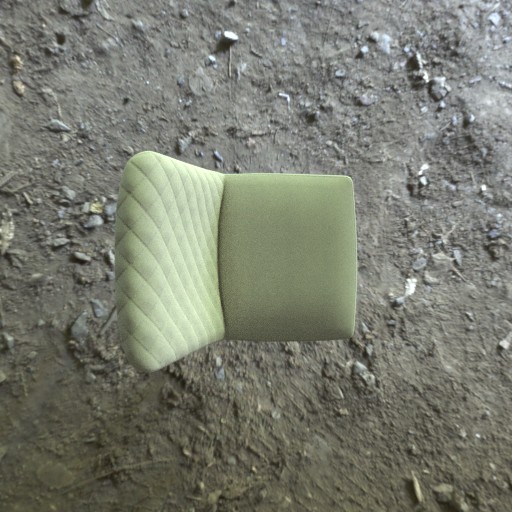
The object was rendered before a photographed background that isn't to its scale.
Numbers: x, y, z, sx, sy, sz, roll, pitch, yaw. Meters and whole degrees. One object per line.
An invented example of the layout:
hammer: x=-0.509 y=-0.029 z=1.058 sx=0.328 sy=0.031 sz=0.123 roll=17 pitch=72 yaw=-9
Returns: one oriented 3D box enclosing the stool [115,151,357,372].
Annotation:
stool: x=0.000 y=0.000 z=1.365 sx=0.546 sy=1.084 sz=0.462 roll=0 pitch=91 yaw=-1
